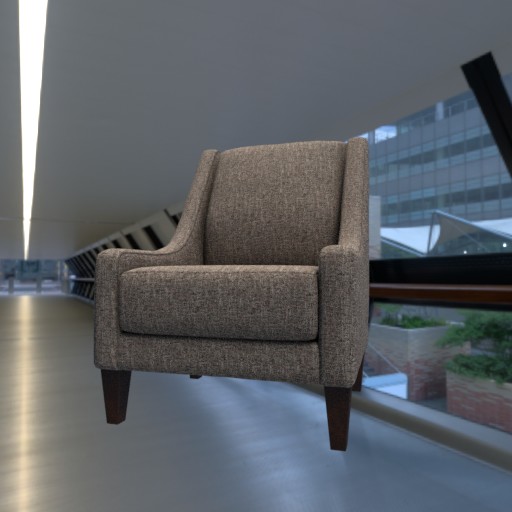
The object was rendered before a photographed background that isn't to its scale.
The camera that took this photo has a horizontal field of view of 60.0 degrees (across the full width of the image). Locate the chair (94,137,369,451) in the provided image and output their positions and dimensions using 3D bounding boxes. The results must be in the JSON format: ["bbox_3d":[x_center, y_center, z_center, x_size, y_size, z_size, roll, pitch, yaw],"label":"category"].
[{"bbox_3d":[0.000,0.000,1.592,0.774,1.014,0.870,-1,-2,17],"label":"chair"}]
